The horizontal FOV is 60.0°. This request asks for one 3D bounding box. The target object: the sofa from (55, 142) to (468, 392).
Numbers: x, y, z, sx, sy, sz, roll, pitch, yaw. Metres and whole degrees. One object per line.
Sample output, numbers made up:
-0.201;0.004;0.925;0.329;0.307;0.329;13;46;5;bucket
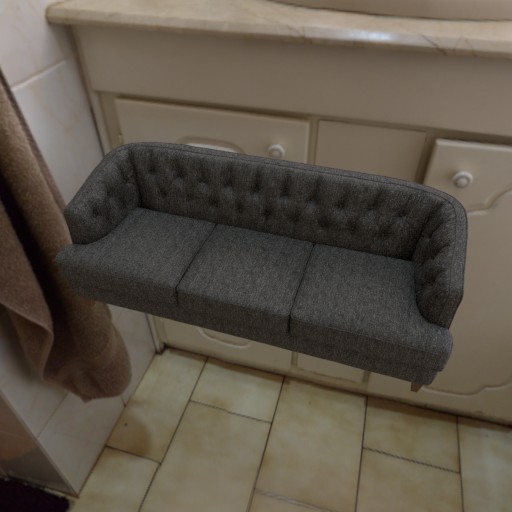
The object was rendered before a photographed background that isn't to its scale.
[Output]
0.000;0.000;2.725;2.278;0.855;0.941;12;43;13;sofa
